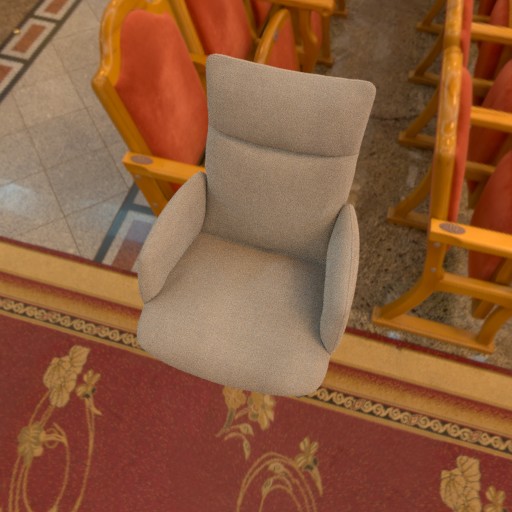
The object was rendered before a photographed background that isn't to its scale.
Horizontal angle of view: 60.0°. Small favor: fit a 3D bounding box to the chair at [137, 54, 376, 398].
[{"bbox_3d":[0.000,0.000,1.598,0.711,1.016,0.889,14,59,8],"label":"chair"}]
